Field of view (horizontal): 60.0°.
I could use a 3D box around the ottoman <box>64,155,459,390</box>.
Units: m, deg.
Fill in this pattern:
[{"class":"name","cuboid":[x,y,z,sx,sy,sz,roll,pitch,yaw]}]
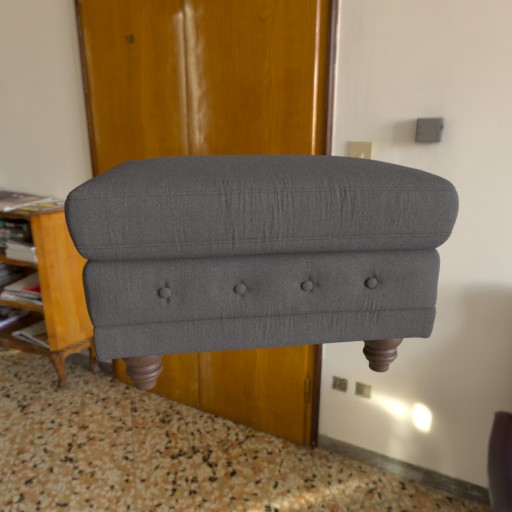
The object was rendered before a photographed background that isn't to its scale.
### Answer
[{"class":"ottoman","cuboid":[0.000,0.000,1.151,0.771,0.500,0.569,-2,17,-7]}]
